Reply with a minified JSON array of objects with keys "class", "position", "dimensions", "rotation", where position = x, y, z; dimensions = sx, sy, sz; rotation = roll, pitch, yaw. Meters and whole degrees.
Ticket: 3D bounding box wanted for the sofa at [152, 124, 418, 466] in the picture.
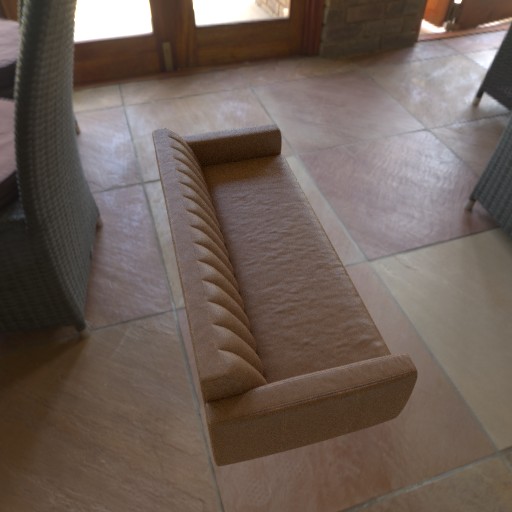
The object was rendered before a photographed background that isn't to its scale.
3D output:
[{"class":"sofa","position":[0.000,0.000,2.798],"dimensions":[0.990,0.821,2.291],"rotation":[-11,47,-10]}]
